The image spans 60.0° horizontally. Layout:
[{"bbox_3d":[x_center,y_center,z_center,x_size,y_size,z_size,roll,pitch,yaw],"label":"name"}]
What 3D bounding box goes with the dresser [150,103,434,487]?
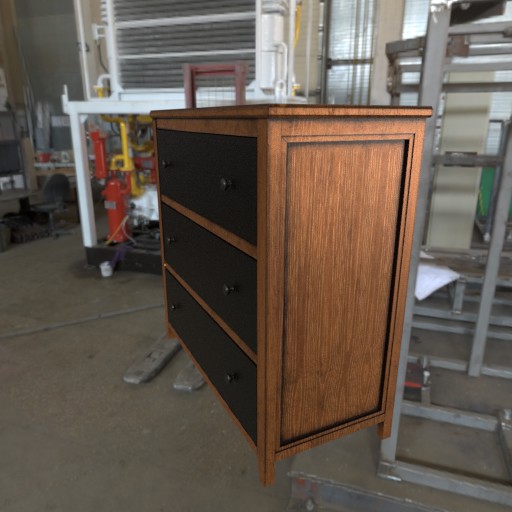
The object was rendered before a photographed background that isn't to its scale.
[{"bbox_3d":[0.000,0.000,1.940,0.591,1.224,1.250,-8,19,-25],"label":"dresser"}]
